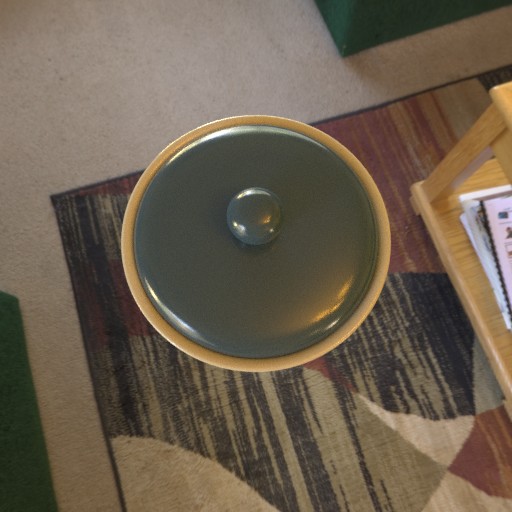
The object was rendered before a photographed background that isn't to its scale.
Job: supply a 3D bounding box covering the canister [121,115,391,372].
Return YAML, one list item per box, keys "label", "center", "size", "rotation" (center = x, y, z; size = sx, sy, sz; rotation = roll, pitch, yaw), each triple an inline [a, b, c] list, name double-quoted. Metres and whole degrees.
- label: "canister"
  center: [0.000, 0.000, 0.355]
  size: [0.182, 0.208, 0.182]
  rotation: [0, 74, 0]
